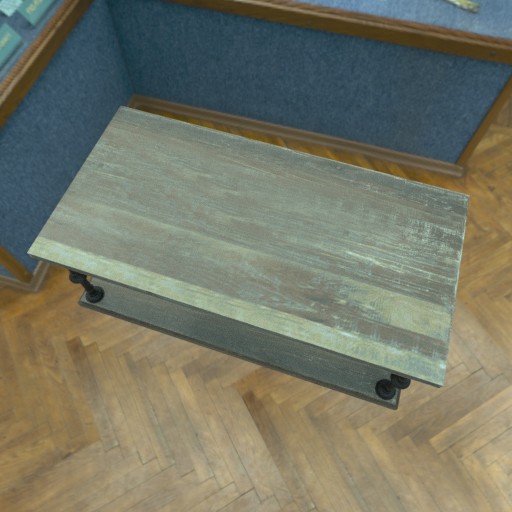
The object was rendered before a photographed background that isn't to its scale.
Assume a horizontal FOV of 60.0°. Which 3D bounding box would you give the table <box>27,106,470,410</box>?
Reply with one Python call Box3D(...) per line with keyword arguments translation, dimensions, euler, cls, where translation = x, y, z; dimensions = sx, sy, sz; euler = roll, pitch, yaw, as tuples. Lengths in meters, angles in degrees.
Box3D(translation=(0.000, 0.000, 1.387), dimensions=(1.088, 0.399, 0.554), euler=(16, 64, 8), cls="table")
